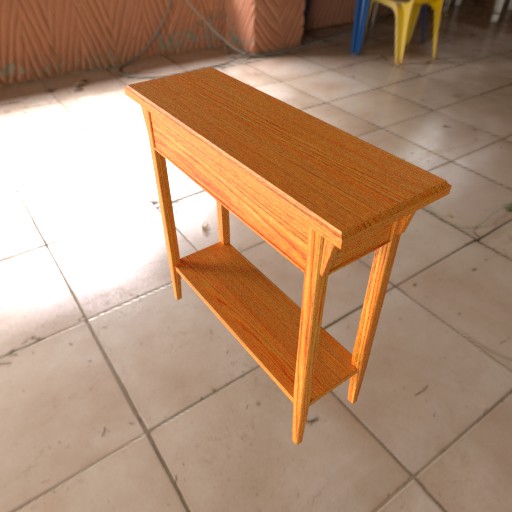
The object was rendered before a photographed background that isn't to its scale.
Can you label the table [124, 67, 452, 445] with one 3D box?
[{"bbox_3d":[0.000,0.000,1.141,0.254,0.711,0.762,-25,46,-27],"label":"table"}]
